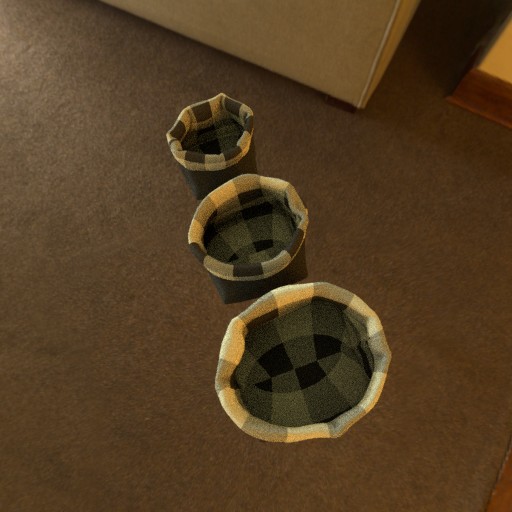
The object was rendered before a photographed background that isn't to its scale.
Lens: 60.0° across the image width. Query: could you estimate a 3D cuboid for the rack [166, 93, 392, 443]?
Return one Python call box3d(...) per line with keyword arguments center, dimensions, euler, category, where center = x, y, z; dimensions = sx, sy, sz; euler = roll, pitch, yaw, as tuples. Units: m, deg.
box3d(center=(0.000, 0.000, 1.096), dimensions=(0.370, 0.329, 0.889), euler=(-20, 75, -5), category="rack")
